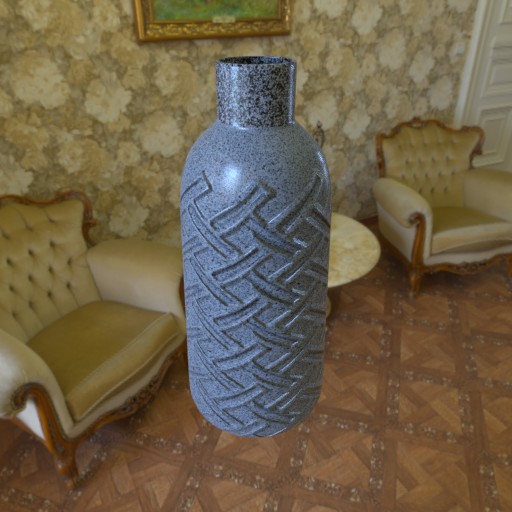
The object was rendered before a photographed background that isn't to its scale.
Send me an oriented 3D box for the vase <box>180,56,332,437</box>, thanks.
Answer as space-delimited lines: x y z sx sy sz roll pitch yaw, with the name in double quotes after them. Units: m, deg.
0.000 0.000 0.347 0.122 0.282 0.122 0 30 0 "vase"
